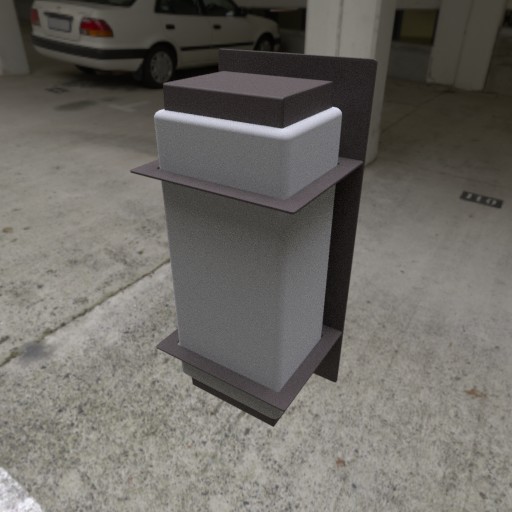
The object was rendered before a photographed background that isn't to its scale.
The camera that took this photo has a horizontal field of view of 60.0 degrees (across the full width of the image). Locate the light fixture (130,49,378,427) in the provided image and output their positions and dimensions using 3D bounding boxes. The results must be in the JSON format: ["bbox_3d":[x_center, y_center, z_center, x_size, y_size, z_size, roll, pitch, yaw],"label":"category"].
[{"bbox_3d":[0.000,0.000,0.426,0.153,0.347,0.146,18,35,28],"label":"light fixture"}]
